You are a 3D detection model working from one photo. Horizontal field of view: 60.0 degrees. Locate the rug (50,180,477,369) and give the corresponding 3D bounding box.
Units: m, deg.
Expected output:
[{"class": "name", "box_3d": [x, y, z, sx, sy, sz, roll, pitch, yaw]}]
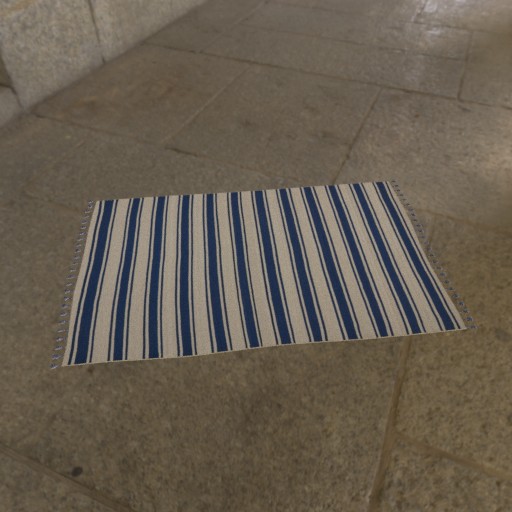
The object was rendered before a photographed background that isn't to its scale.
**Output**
[{"class": "rug", "box_3d": [0.000, 0.000, 2.566, 2.108, 0.009, 1.248, -4, 46, -4]}]
